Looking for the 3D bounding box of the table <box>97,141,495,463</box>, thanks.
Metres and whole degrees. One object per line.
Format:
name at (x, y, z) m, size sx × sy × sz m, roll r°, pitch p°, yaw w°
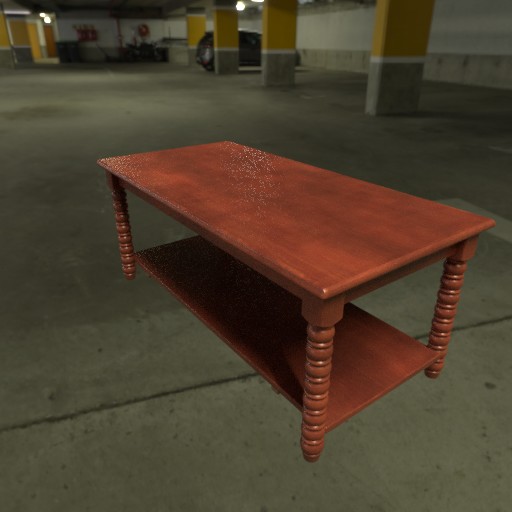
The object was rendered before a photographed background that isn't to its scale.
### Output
table at (0.000, 0.000, 1.435) m, size 0.580 × 0.485 × 1.171 m, roll -18°, pitch 31°, yaw -32°
